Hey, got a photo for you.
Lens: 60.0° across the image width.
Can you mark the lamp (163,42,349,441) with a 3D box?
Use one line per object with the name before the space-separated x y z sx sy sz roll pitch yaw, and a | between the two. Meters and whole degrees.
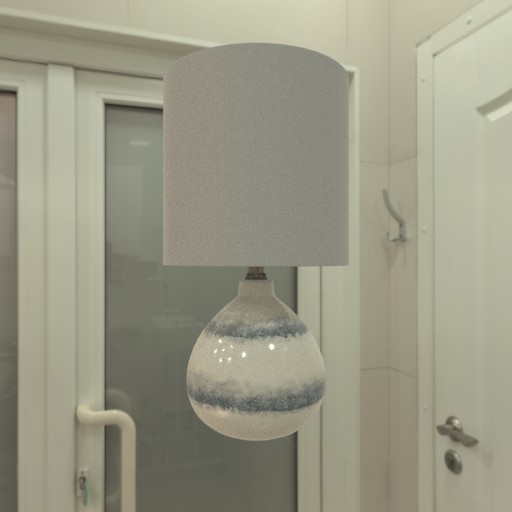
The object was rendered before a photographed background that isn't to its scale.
lamp | 0.000 0.000 0.527 0.216 0.404 0.216 0 0 -19
